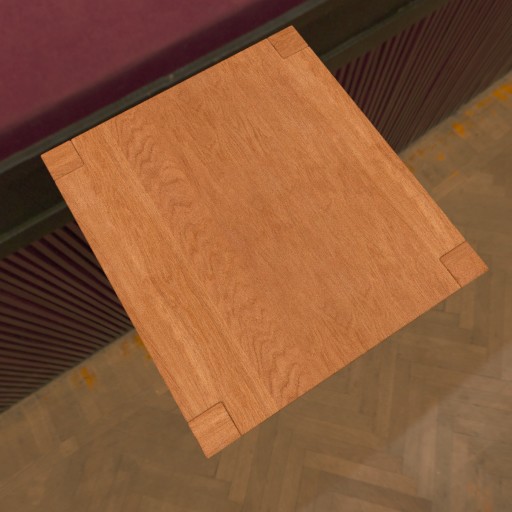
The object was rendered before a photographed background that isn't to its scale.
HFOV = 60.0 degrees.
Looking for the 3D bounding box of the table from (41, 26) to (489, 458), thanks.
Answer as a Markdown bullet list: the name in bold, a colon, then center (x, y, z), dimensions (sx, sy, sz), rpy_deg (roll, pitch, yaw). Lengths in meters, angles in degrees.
- **table**: center (0.000, 0.000, 0.834), dimensions (0.440, 0.450, 0.480), rpy_deg (-31, 76, -9)
